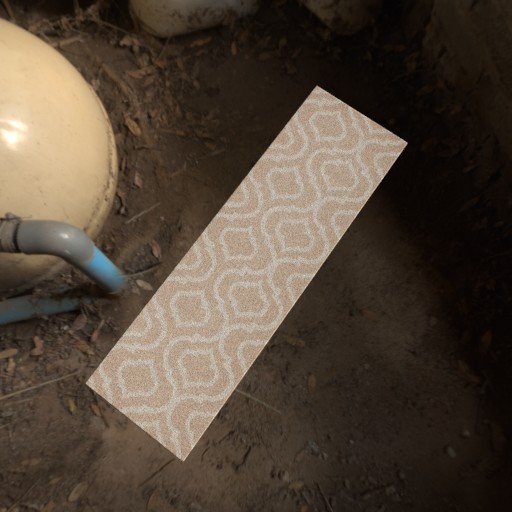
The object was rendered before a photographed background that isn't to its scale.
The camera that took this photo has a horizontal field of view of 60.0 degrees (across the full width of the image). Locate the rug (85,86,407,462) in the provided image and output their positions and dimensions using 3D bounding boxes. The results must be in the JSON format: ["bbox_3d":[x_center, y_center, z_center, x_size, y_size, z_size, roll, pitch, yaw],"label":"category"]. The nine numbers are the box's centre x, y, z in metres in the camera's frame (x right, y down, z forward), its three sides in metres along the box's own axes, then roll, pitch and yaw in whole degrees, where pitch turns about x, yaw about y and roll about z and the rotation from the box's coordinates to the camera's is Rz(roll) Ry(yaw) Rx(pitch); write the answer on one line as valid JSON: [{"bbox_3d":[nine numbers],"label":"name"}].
[{"bbox_3d":[0.000,0.000,2.619,0.691,0.013,2.289,35,80,7],"label":"rug"}]
